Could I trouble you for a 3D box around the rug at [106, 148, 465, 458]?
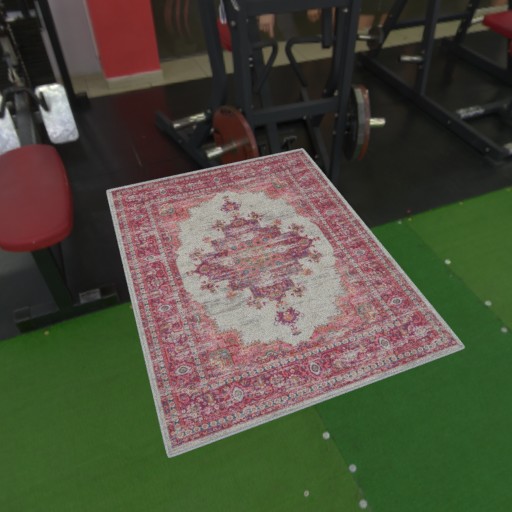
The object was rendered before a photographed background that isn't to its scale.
[{"bbox_3d":[0.000,0.000,4.291,2.447,0.017,3.123,-15,48,-14],"label":"rug"}]
